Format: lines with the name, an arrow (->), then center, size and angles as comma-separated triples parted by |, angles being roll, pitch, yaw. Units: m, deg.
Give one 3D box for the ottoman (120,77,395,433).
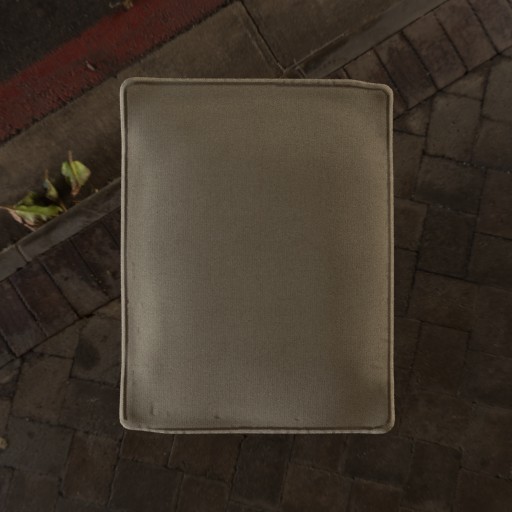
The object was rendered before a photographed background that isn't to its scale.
ottoman -> 0.000, 0.000, 1.211 | 0.650, 0.485, 0.833 | 0, 89, -1
